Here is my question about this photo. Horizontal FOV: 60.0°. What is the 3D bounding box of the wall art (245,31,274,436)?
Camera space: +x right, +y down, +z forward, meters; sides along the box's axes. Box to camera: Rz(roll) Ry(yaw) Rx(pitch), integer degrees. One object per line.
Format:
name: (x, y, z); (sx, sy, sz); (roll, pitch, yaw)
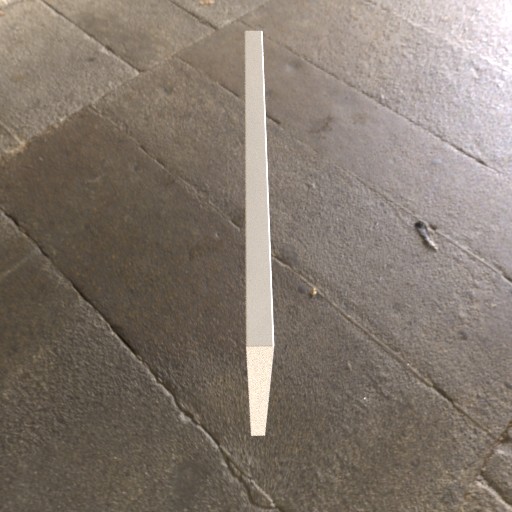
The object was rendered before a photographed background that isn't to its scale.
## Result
wall art: (0.000, 0.000, 1.159); (0.040, 0.762, 0.762); (-1, 59, 0)
